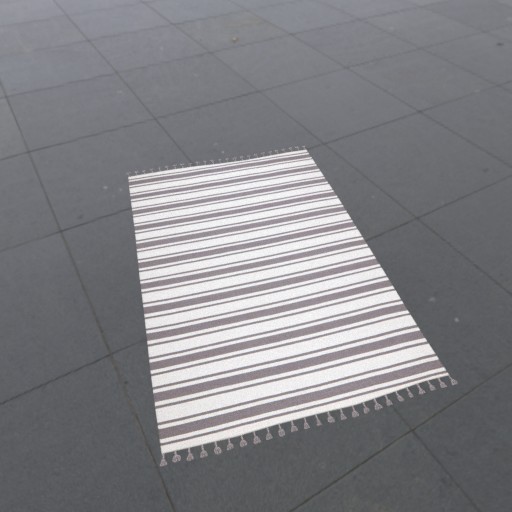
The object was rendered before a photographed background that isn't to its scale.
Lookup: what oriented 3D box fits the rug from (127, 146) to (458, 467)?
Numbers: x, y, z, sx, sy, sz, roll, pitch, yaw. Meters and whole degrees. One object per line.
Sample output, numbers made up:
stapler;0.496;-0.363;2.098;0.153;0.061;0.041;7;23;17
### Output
rug;0.000;0.000;2.989;1.563;0.014;2.425;-11;47;-11
